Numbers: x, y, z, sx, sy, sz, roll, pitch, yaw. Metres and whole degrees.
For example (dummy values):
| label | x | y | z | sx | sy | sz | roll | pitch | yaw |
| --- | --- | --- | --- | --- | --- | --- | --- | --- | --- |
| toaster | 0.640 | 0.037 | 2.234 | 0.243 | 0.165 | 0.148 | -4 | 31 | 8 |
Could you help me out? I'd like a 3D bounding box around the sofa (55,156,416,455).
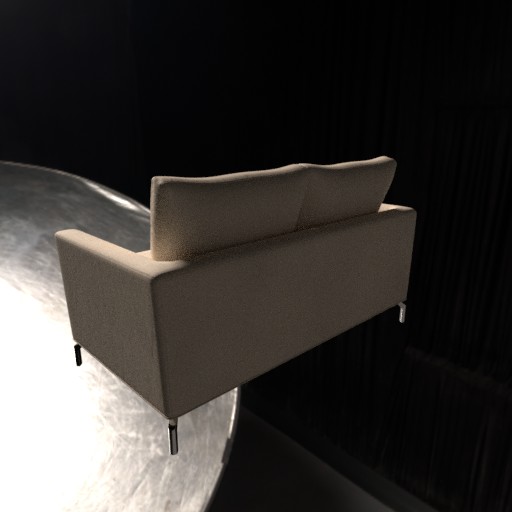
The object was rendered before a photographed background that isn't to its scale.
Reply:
| label | x | y | z | sx | sy | sz | roll | pitch | yaw |
| --- | --- | --- | --- | --- | --- | --- | --- | --- | --- |
| sofa | 0.000 | 0.000 | 2.357 | 1.739 | 0.995 | 0.906 | -15 | 22 | -41 |
